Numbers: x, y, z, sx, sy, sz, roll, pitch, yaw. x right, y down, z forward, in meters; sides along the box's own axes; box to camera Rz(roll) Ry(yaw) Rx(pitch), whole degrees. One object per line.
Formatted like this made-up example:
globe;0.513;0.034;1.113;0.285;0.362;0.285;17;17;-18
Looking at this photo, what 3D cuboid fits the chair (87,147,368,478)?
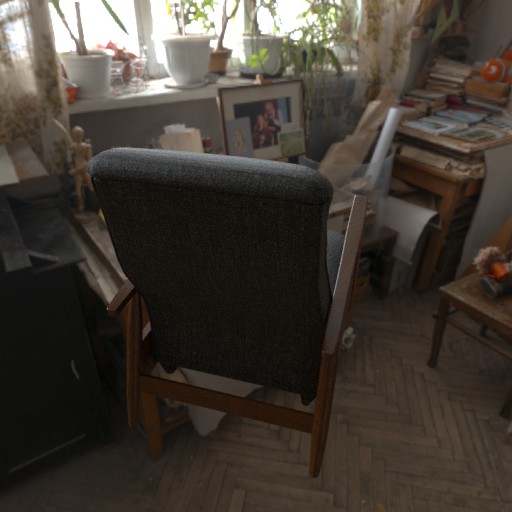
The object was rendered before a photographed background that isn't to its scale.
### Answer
chair;0.000;0.000;1.723;0.762;1.082;1.014;9;32;14
